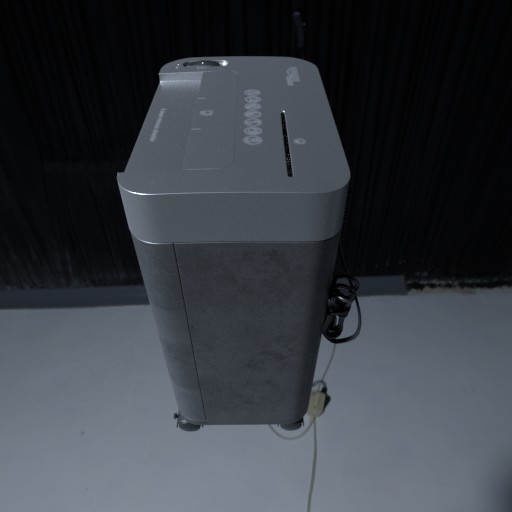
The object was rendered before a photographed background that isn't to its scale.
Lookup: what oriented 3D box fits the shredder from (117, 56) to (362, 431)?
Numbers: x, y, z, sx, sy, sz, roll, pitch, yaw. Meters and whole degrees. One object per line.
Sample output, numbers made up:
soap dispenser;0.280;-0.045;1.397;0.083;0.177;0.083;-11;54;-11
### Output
shredder;0.000;0.000;0.597;0.237;0.419;0.311;0;42;0
